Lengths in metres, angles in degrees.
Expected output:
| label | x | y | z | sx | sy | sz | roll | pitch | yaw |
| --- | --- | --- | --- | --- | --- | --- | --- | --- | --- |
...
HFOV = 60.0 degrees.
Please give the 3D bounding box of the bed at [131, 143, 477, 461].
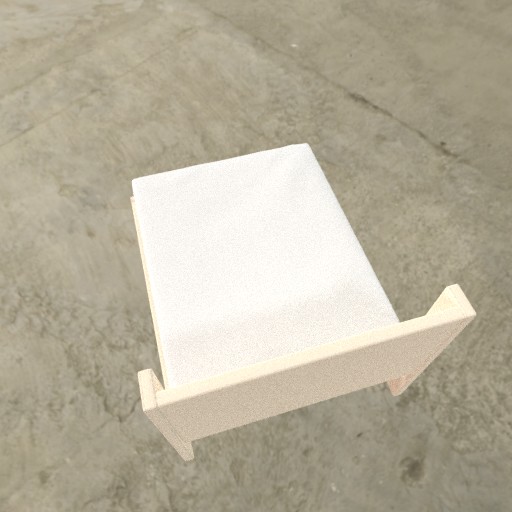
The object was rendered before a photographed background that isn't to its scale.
| label | x | y | z | sx | sy | sz | roll | pitch | yaw |
| --- | --- | --- | --- | --- | --- | --- | --- | --- | --- |
| bed | 0.000 | 0.000 | 3.399 | 1.765 | 1.471 | 2.280 | -14 | 58 | -9 |
